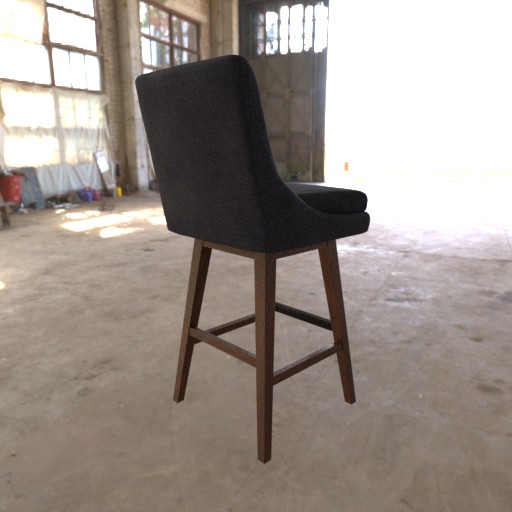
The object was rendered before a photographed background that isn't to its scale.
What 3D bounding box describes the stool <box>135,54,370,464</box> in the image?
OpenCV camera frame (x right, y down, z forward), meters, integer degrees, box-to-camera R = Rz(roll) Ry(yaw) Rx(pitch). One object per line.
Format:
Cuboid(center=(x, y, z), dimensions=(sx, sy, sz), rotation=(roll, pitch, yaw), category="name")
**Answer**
Cuboid(center=(0.000, 0.000, 1.403), dimensions=(0.572, 1.068, 0.489), rotation=(-13, 19, -43), category="stool")
